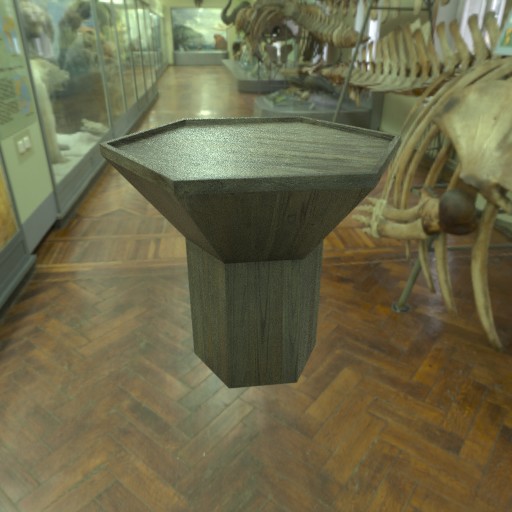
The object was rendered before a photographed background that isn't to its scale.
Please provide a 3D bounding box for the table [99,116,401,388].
[{"bbox_3d":[0.000,0.000,1.127,0.592,0.586,0.683,-19,32,-33],"label":"table"}]
